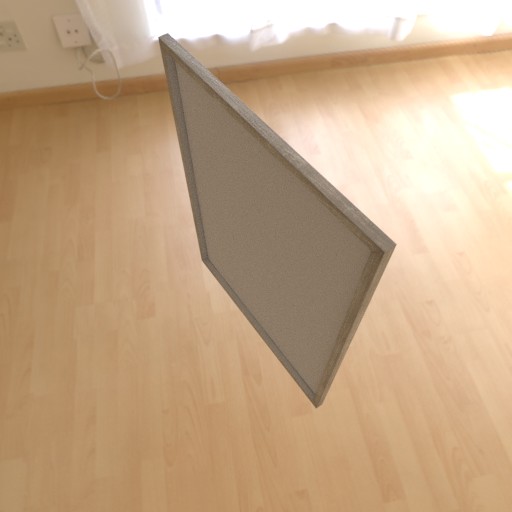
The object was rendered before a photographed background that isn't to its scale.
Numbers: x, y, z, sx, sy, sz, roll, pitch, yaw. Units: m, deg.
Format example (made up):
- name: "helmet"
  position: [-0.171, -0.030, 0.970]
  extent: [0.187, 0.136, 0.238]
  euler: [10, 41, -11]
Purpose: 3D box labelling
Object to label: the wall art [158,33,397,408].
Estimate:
- name: "wall art"
  position: [0.000, 0.000, 1.346]
  extent: [0.035, 1.022, 0.781]
  euler: [-31, 62, -19]
